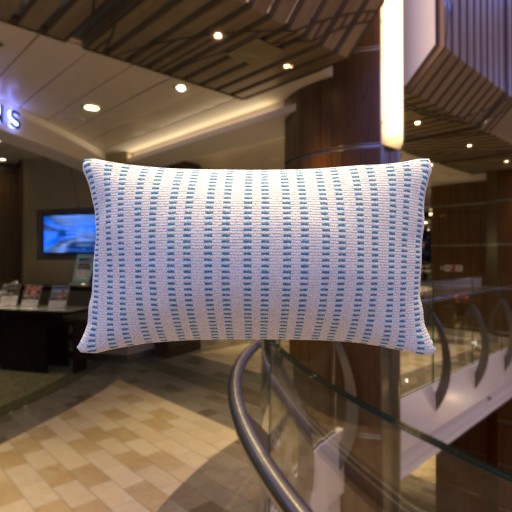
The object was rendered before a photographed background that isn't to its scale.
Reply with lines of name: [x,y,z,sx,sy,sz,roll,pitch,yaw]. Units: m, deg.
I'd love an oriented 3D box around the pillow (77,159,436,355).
pillow: [0.000,0.000,0.808,0.640,0.353,0.210,0,0,0]
